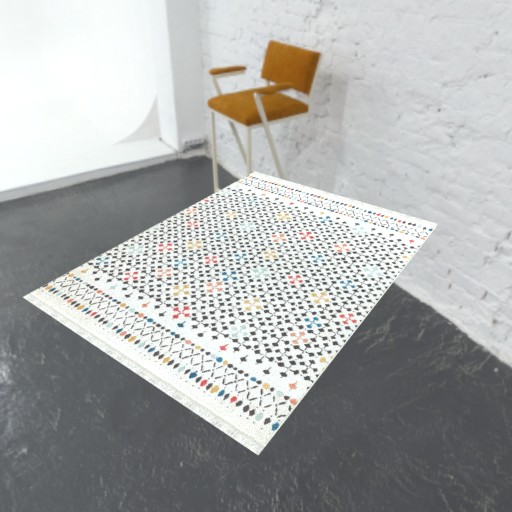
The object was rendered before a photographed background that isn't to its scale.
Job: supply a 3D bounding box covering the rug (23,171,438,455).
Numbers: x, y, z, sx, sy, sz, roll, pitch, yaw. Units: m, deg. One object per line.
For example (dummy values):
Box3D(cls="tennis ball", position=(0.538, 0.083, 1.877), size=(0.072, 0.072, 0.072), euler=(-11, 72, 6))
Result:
Box3D(cls="rug", position=(0.000, 0.000, 4.096), size=(2.354, 0.007, 3.196), euler=(22, 39, 29))
